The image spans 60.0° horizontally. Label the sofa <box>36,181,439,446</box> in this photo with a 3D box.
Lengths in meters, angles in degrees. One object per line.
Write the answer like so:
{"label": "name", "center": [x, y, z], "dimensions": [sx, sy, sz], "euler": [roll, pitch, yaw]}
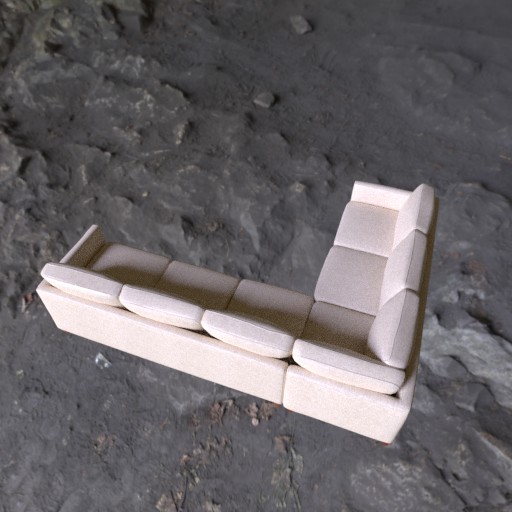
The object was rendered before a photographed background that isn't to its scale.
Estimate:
{"label": "sofa", "center": [0.000, 0.000, 4.511], "dimensions": [3.302, 0.947, 2.593], "euler": [15, 49, 14]}
